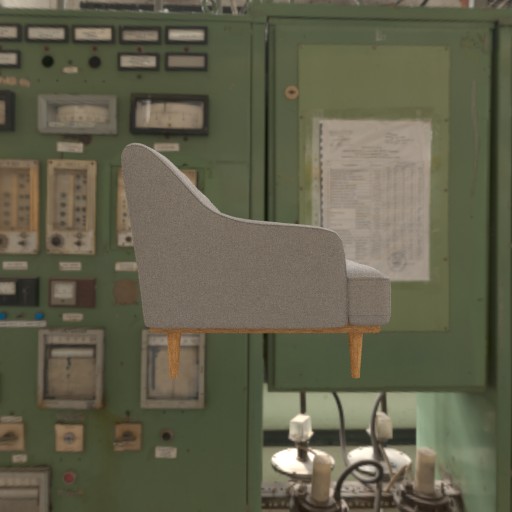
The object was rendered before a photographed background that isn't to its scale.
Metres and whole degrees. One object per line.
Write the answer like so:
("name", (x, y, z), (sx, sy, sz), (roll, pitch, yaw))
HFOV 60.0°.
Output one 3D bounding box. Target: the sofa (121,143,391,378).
("sofa", (0.000, 0.000, 2.570), (0.978, 0.871, 2.057), (0, 1, 0))
